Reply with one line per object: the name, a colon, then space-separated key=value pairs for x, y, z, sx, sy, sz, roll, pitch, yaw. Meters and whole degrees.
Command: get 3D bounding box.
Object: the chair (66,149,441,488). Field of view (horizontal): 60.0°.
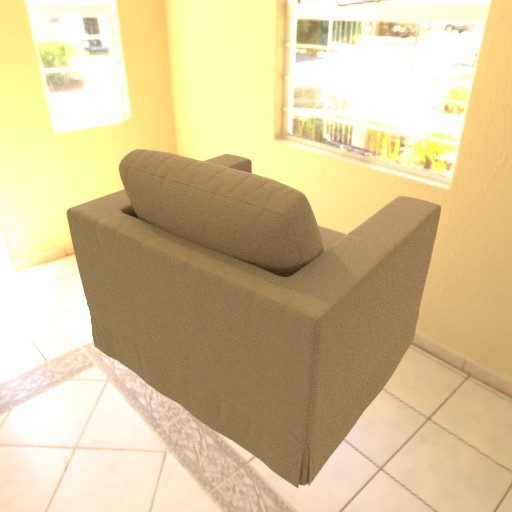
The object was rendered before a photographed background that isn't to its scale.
chair: x=0.000 y=0.000 z=1.791 sx=1.150 sy=0.878 sz=0.957 roll=21 pitch=36 yaw=32
